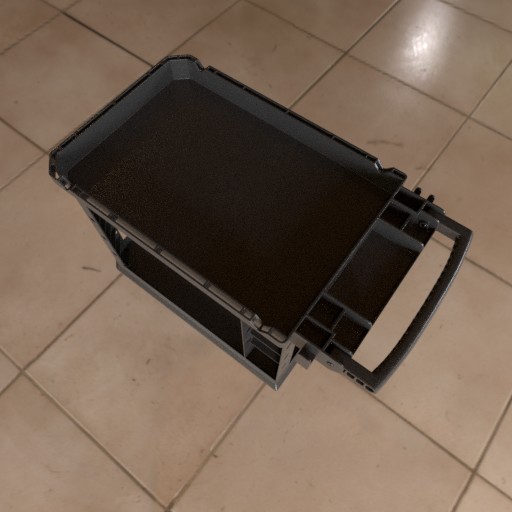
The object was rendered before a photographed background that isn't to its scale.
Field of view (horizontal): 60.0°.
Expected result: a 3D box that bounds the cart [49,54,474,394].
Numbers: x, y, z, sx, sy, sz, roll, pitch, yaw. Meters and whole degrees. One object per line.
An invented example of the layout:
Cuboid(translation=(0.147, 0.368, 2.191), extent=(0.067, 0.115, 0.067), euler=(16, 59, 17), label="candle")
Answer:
Cuboid(translation=(0.000, 0.000, 1.749), extent=(1.239, 0.884, 0.674), euler=(34, 69, 15), label="cart")
